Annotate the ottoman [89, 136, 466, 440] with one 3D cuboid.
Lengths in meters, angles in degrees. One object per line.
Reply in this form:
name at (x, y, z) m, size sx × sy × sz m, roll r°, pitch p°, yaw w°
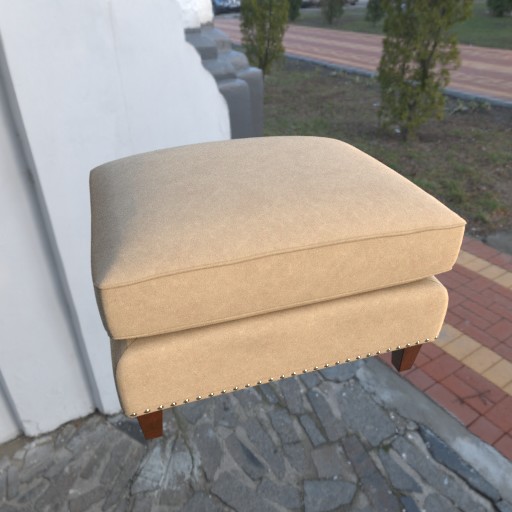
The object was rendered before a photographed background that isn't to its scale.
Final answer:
ottoman at (0.000, 0.000, 1.123) m, size 0.741 × 0.513 × 0.584 m, roll -10°, pitch 33°, yaw -15°
